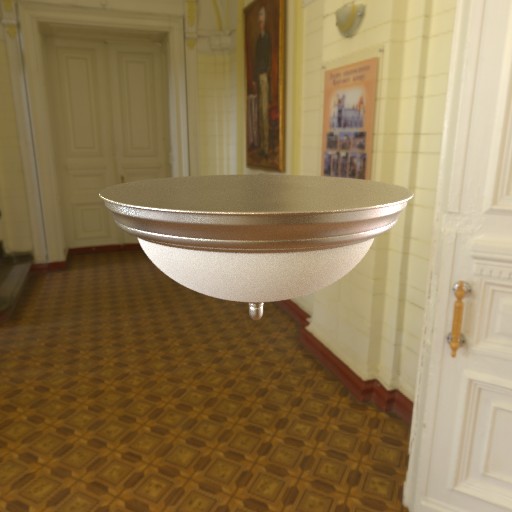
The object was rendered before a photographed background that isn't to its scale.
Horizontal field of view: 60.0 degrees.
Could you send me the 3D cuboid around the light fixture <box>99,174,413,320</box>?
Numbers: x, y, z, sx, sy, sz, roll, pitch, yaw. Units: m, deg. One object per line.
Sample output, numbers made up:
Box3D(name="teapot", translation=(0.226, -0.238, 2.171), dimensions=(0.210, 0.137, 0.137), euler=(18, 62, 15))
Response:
Box3D(name="light fixture", translation=(0.000, 0.000, 0.435), dimensions=(0.280, 0.135, 0.280), euler=(0, 15, 0))
